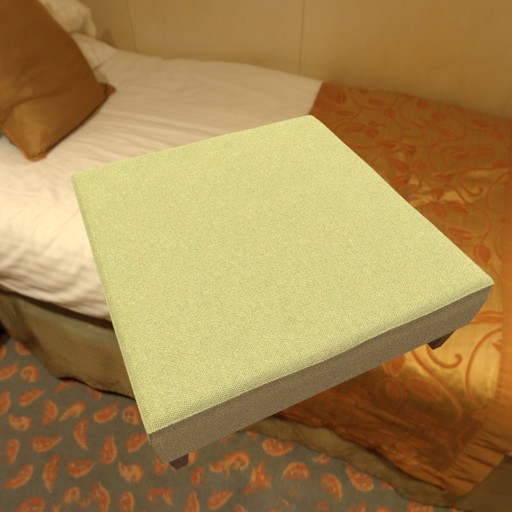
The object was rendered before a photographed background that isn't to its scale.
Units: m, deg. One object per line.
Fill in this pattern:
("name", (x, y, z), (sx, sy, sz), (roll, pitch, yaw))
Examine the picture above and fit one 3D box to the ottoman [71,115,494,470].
("ottoman", (0.000, 0.000, 1.471), (0.968, 0.379, 1.004), (-19, 49, -17))
